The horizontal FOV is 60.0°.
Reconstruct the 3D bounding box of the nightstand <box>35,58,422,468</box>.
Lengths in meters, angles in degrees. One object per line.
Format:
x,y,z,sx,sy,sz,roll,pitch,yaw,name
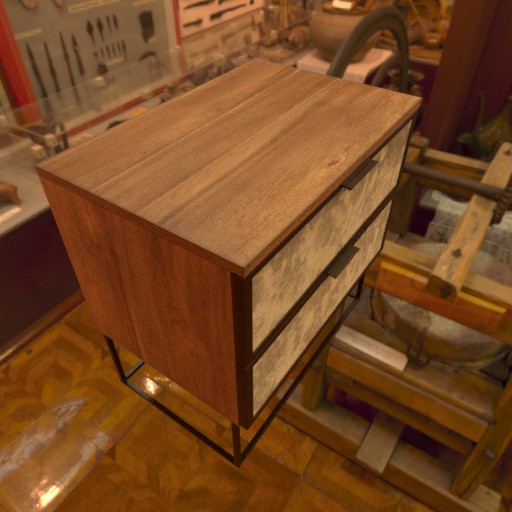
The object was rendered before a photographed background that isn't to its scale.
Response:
0.000,0.000,0.993,0.427,0.611,0.605,25,48,25,nightstand
